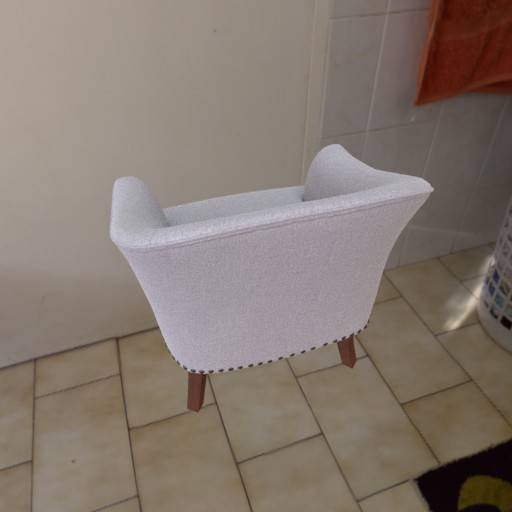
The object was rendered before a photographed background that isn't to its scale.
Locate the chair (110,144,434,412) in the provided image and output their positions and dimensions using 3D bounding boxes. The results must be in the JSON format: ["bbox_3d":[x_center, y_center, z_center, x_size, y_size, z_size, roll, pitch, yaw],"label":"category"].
[{"bbox_3d":[0.000,0.000,1.399,0.798,0.815,0.704,-11,42,-13],"label":"chair"}]
